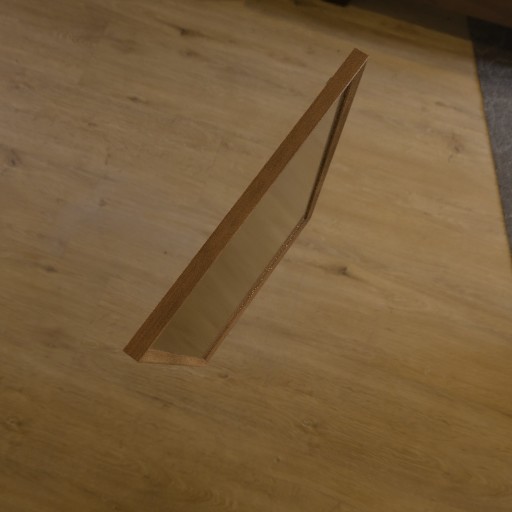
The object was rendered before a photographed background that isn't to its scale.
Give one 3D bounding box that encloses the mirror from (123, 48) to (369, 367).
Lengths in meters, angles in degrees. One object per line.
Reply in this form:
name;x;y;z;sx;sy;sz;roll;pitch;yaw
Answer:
mirror;0.000;0.000;1.340;0.041;1.016;0.762;34;78;8
